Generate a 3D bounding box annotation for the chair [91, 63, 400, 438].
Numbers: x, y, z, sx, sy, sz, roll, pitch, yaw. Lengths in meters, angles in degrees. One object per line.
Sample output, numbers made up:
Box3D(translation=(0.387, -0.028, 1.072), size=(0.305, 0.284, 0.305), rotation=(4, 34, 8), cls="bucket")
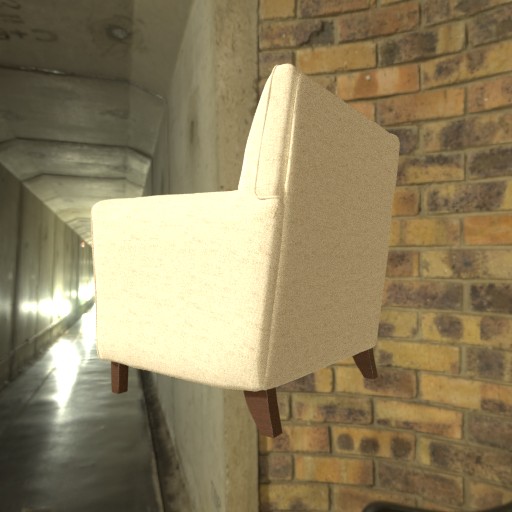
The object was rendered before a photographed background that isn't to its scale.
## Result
Box3D(translation=(0.000, 0.000, 1.619), size=(0.823, 0.943, 0.870), rotation=(-1, -1, 36), cls="chair")
